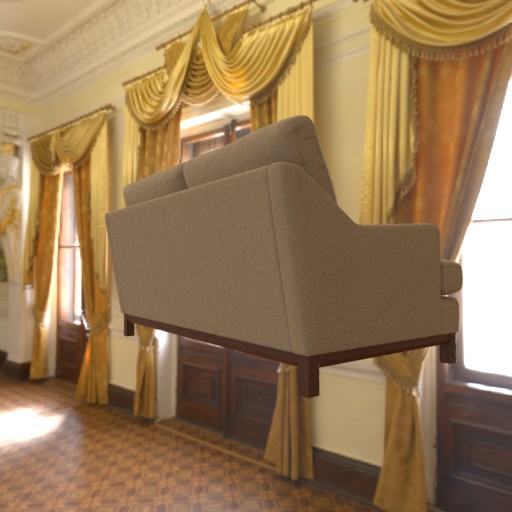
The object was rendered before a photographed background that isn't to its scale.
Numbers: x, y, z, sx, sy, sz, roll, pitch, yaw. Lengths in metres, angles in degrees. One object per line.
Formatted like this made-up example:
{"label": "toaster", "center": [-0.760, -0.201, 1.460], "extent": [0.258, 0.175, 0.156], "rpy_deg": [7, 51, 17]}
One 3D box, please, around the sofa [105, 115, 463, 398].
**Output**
{"label": "sofa", "center": [0.000, 0.000, 2.206], "extent": [1.004, 0.910, 1.619], "rpy_deg": [1, -2, -37]}
